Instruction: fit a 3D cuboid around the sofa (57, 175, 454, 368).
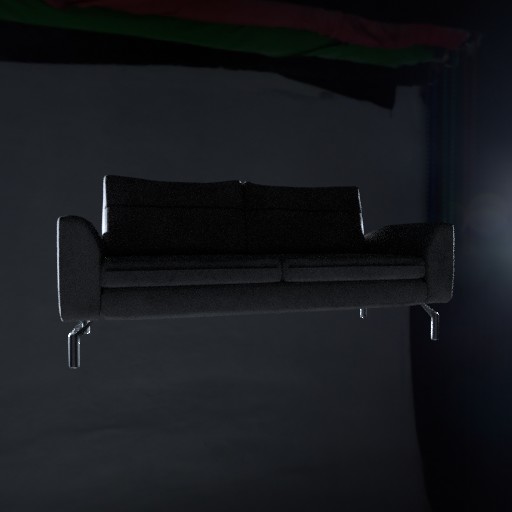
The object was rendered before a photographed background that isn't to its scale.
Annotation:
[{"bbox_3d":[0.000,0.000,2.338,1.837,0.859,0.849,-1,2,-17],"label":"sofa"}]
